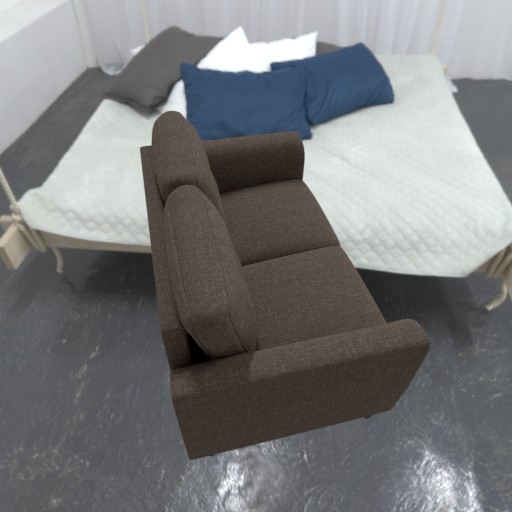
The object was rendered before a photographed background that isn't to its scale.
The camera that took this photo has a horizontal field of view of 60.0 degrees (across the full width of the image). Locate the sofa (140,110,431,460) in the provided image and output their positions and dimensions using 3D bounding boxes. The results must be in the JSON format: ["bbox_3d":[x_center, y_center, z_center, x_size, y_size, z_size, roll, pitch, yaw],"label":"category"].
[{"bbox_3d":[0.000,0.000,1.954,0.851,0.885,1.423,-10,45,-10],"label":"sofa"}]
